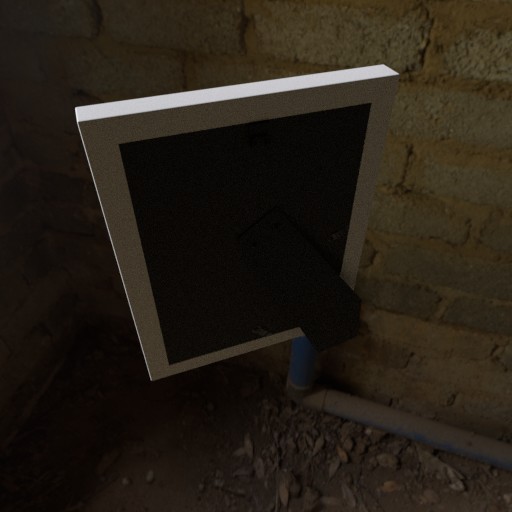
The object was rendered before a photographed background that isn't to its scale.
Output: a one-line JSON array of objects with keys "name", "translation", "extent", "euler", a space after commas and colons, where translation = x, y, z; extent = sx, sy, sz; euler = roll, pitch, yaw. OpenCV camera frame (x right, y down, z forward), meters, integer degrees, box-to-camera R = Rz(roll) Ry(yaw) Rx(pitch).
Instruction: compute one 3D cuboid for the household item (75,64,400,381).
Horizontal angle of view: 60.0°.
[{"name": "household item", "translation": [0.000, 0.000, 0.342], "extent": [0.200, 0.250, 0.045], "euler": [-14, 44, -15]}]
